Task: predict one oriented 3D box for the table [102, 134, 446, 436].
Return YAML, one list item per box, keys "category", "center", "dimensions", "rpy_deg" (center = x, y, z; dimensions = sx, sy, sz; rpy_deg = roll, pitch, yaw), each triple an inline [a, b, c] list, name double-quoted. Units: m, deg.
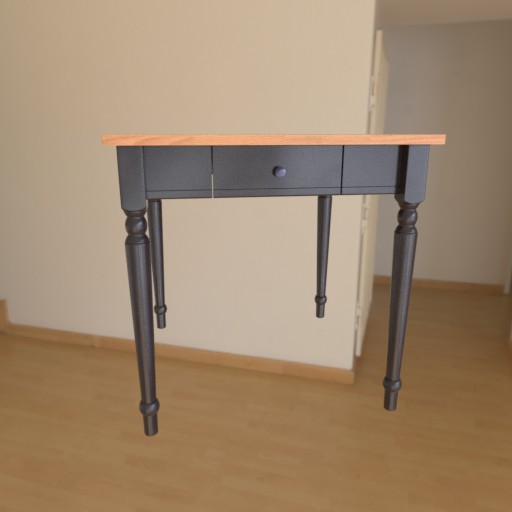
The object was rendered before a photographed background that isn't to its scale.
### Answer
- category: "table"
  center: [0.000, 0.000, 1.395]
  dimensions: [0.747, 0.738, 0.747]
  rpy_deg: [-2, 16, -9]
